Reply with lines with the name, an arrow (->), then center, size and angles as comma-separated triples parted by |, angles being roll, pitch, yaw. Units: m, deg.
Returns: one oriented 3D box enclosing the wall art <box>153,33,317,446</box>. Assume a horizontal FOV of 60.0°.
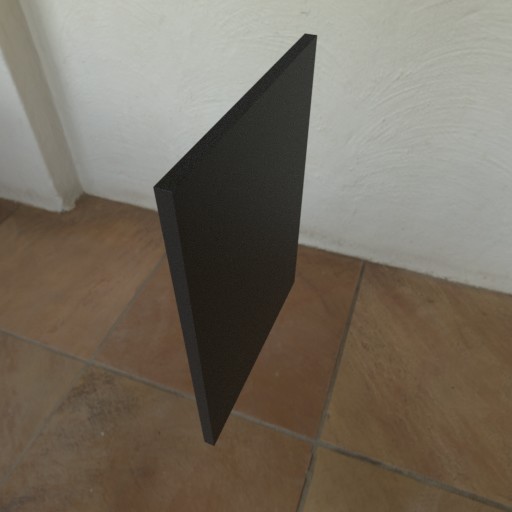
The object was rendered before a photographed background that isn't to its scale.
wall art -> 0.000, 0.000, 1.388 | 0.038, 1.062, 0.806 | 17, 47, 16
